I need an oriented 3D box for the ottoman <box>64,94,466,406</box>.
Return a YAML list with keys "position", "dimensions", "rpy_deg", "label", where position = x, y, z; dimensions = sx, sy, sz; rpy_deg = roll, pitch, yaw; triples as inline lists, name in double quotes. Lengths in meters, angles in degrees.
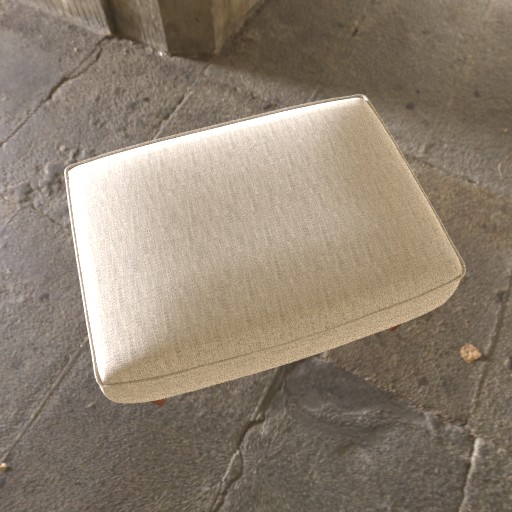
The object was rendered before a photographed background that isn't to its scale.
- position: [0.000, 0.000, 1.134]
  dimensions: [0.794, 0.465, 0.594]
  rpy_deg: [-16, 66, -7]
  label: "ottoman"
